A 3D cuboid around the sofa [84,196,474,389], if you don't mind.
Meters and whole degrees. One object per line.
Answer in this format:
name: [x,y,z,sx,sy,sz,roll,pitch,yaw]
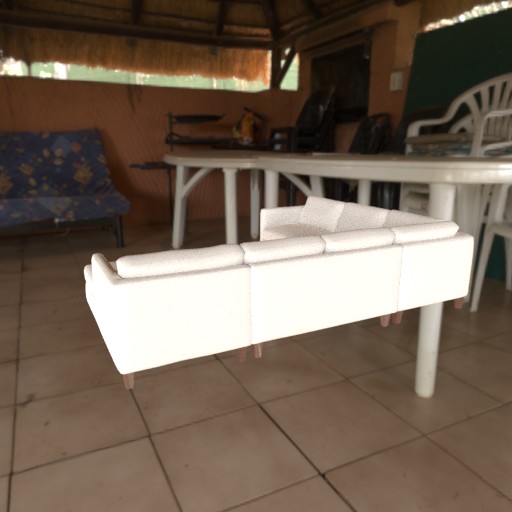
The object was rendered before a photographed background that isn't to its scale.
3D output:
sofa: [0.000,0.000,4.458,3.238,0.853,2.551,-7,16,-27]
